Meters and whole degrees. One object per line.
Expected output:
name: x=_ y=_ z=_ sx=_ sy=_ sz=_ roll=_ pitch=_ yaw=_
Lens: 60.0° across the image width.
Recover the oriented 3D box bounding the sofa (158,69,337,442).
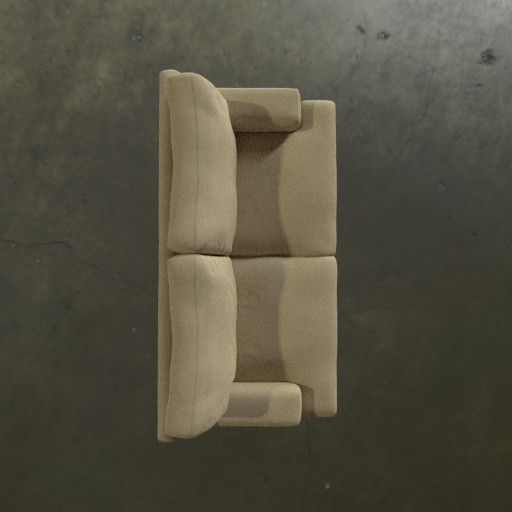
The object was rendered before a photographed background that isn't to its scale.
sofa: x=0.000 y=0.000 z=2.490 sx=0.962 sy=0.967 sz=1.885 roll=0 pitch=89 yaw=1
